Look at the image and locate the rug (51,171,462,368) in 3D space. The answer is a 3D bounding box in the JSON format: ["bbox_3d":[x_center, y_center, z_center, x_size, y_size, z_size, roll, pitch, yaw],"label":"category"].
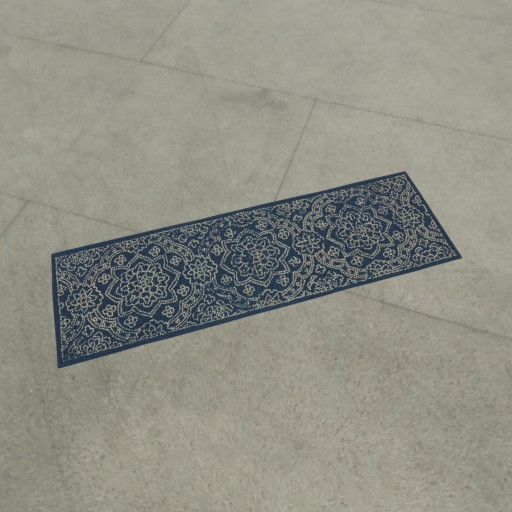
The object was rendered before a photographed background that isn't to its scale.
[{"bbox_3d":[0.000,0.000,2.754,2.448,0.012,0.769,-14,58,-9],"label":"rug"}]
